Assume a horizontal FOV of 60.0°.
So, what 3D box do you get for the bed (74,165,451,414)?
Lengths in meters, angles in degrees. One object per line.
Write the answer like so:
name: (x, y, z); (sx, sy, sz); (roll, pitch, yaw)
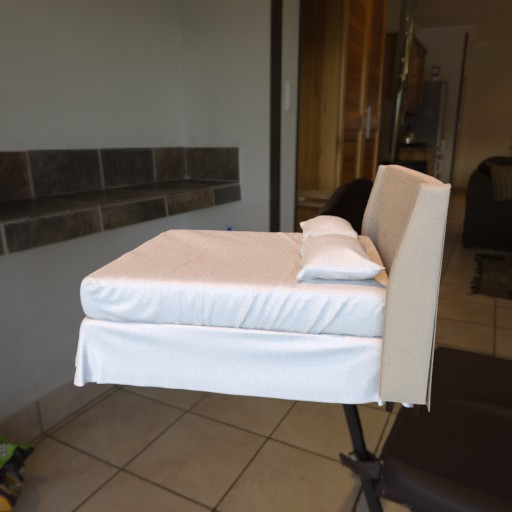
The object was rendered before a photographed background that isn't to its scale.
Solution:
bed: (0.000, 0.000, 3.416); (2.276, 1.332, 1.925); (2, 15, 9)
